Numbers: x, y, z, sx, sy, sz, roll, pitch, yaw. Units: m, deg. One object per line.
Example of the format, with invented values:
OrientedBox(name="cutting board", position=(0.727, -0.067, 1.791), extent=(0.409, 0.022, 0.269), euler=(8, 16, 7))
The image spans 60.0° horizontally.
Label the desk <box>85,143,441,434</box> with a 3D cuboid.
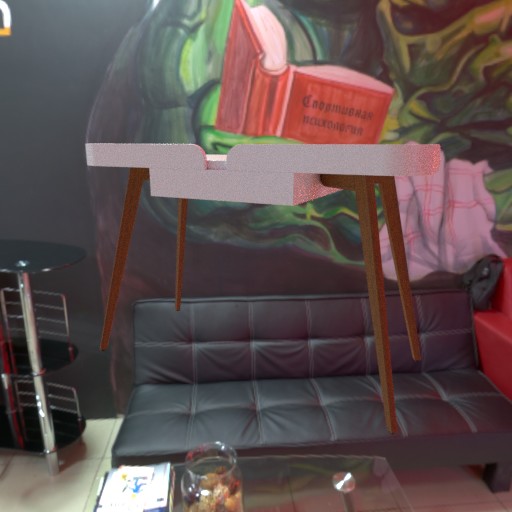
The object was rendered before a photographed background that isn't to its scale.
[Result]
OrientedBox(name="desk", position=(0.000, 0.000, 1.643), extent=(1.206, 0.807, 0.534), euler=(7, 16, 26))
